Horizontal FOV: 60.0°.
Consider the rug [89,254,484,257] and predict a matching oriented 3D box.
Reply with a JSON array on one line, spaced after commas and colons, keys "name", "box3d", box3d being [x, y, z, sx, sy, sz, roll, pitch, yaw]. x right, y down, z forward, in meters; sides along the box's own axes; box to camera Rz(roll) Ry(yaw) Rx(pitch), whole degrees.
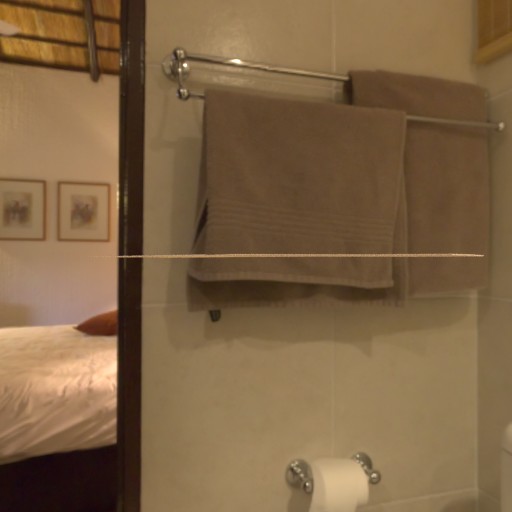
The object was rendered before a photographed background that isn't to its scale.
[{"name": "rug", "box3d": [0.000, 0.000, 2.639, 2.346, 0.013, 0.712, 0, -1, 36]}]
